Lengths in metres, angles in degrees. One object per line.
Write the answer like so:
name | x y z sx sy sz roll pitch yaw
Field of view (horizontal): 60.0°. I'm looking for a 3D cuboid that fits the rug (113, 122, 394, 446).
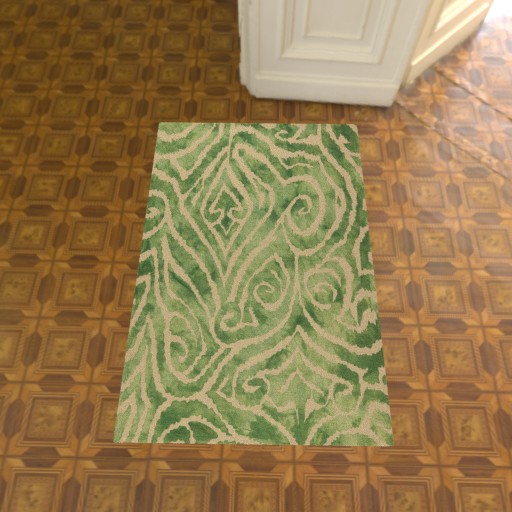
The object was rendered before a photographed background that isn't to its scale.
rug | 0.000 0.000 2.332 1.220 0.006 1.826 1 64 0
